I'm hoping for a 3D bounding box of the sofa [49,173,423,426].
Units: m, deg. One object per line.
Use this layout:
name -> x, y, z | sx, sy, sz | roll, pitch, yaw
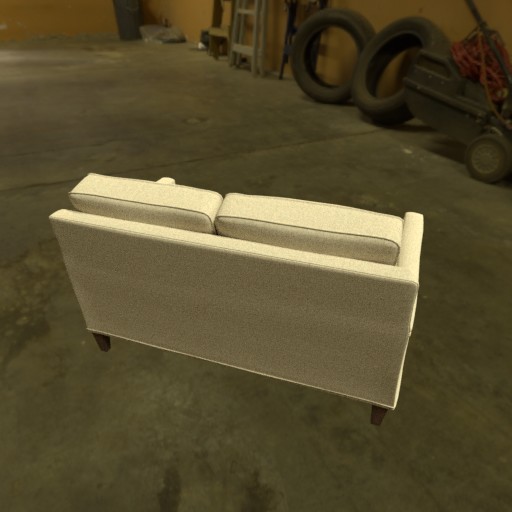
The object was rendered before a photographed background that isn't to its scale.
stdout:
sofa -> 0.000, 0.000, 2.274 | 1.597, 1.003, 1.084 | 10, 33, 16
